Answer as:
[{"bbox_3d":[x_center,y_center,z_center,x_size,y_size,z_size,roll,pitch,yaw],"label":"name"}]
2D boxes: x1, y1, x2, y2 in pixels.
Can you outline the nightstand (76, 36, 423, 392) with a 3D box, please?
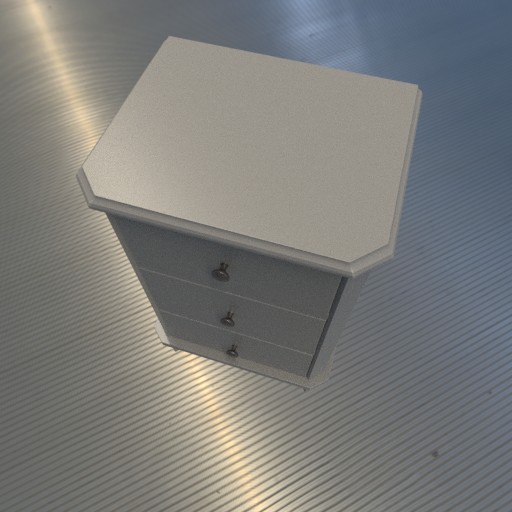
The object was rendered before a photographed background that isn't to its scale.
[{"bbox_3d":[0.000,0.000,0.919,0.435,0.680,0.348,15,61,9],"label":"nightstand"}]
